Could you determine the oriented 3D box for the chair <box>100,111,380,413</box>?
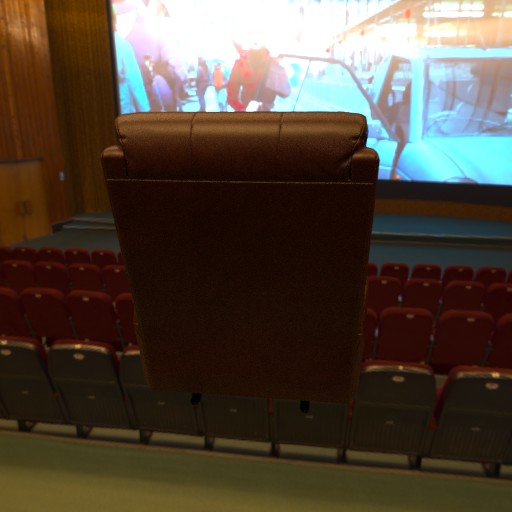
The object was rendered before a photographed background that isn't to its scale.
[{"bbox_3d":[0.000,0.000,1.667,0.787,1.016,0.939,2,17,6],"label":"chair"}]
